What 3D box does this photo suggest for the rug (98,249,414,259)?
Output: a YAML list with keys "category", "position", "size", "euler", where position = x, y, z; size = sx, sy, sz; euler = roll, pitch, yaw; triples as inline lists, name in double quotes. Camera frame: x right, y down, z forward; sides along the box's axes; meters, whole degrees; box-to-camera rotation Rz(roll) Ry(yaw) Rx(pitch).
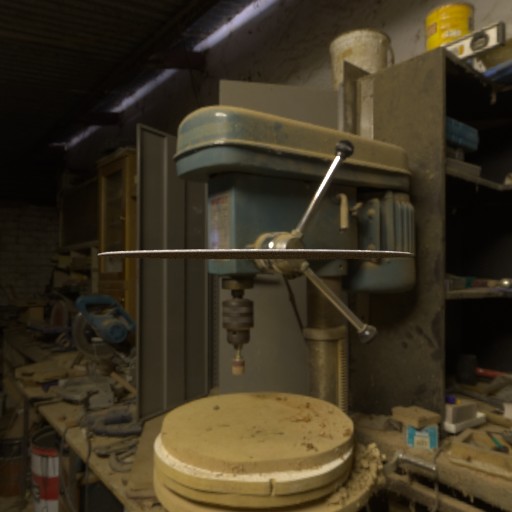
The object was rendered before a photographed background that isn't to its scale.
- category: "rug"
  position: [0.000, 0.000, 2.370]
  size: [1.593, 0.012, 1.593]
  euler: [0, -1, 0]
